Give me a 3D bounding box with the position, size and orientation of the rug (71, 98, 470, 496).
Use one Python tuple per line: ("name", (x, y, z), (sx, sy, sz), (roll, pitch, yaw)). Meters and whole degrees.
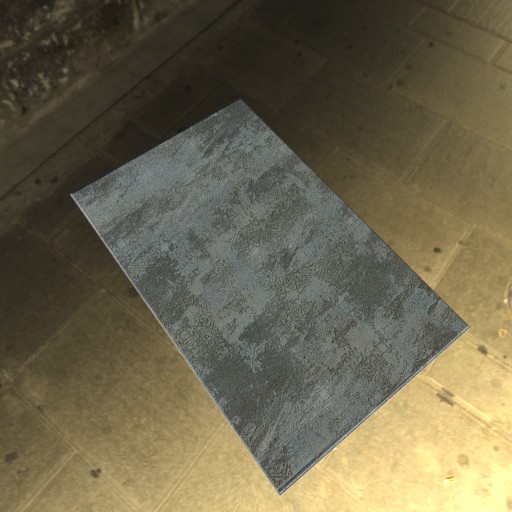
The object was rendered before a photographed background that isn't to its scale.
("rug", (0.000, 0.000, 3.001), (1.536, 0.012, 2.431), (-35, 69, -15))
